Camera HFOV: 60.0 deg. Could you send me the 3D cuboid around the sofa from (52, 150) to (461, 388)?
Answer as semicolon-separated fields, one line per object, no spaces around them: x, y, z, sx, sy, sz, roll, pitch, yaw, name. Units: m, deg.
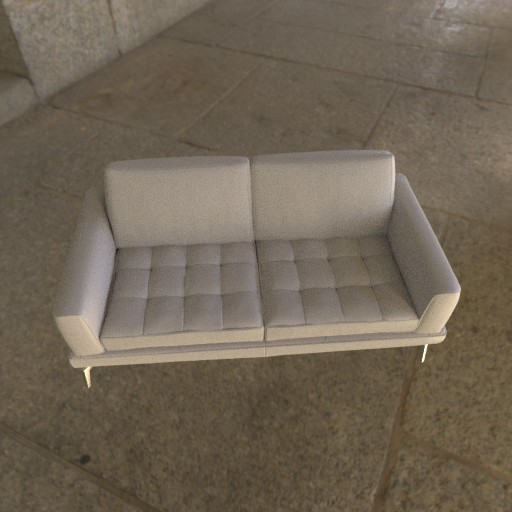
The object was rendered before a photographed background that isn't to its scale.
0.000;0.000;2.716;2.177;0.930;1.121;-3;47;-3;sofa
